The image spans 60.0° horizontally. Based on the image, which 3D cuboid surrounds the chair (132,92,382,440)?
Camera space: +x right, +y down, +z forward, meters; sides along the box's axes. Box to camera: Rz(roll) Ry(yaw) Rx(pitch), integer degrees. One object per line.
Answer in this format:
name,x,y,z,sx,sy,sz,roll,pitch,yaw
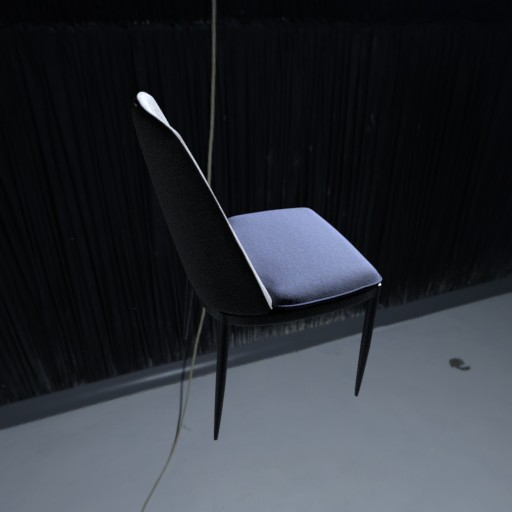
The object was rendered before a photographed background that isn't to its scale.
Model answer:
chair,0.000,0.000,1.218,0.550,0.855,0.488,-10,32,-16
